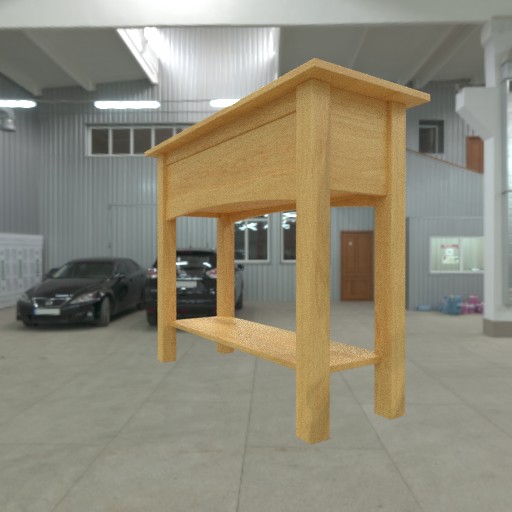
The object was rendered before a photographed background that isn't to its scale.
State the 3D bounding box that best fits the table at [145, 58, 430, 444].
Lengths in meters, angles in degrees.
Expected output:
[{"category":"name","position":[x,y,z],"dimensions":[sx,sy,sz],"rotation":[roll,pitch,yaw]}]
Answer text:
[{"category":"table","position":[0.000,0.000,1.276],"dimensions":[0.340,0.728,0.900],"rotation":[0,1,-33]}]
